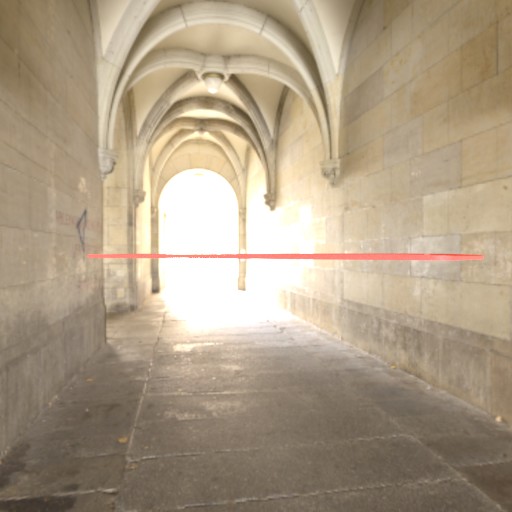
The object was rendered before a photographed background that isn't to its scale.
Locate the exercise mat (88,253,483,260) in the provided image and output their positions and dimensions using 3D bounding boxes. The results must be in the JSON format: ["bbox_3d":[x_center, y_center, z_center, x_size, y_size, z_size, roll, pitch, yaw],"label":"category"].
[{"bbox_3d":[0.000,0.000,2.104,1.869,0.021,0.616,0,0,35],"label":"exercise mat"}]
